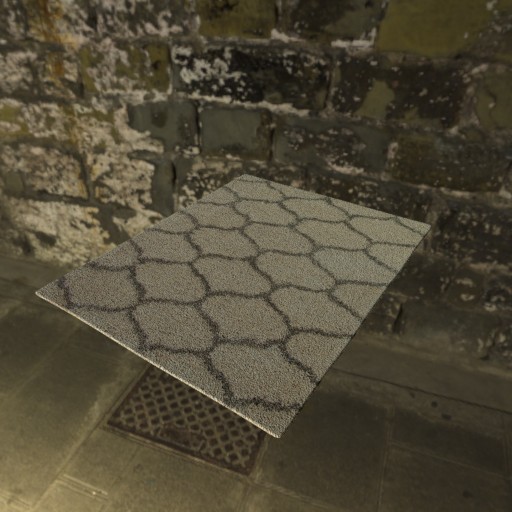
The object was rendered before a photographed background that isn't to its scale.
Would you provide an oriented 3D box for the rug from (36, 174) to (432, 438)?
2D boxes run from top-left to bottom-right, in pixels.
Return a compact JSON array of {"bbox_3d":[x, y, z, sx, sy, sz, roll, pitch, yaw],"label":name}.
[{"bbox_3d":[0.000,0.000,4.135,2.399,0.026,3.000,21,39,28],"label":"rug"}]
